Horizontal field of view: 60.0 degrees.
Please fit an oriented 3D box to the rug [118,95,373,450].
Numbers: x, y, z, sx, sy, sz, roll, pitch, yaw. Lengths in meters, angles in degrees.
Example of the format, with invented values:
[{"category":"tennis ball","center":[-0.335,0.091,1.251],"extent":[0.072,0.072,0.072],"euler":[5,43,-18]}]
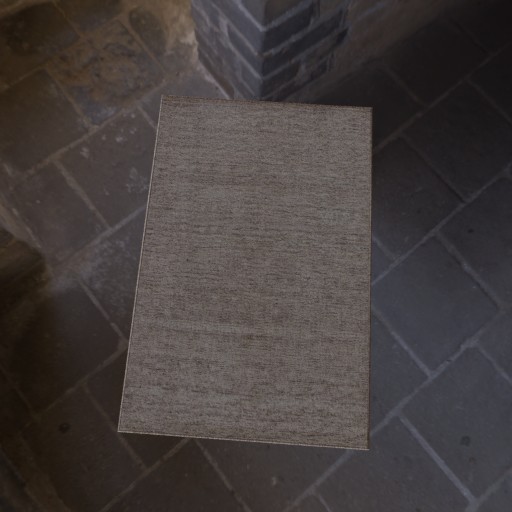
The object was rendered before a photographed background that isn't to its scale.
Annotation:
[{"category":"rug","center":[0.000,0.000,2.331],"extent":[1.211,0.018,1.822],"euler":[4,77,1]}]
